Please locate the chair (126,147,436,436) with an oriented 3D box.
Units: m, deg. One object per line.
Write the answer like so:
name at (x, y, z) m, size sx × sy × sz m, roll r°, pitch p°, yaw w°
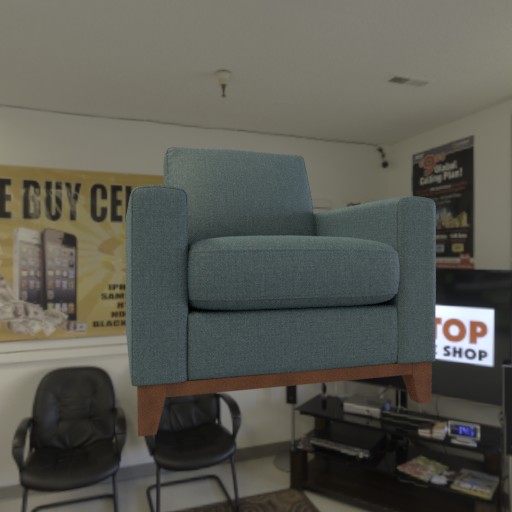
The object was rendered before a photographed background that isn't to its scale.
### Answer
chair at (0.000, 0.000, 1.836) m, size 1.024 × 1.010 × 1.038 m, roll 0°, pitch 0°, yaw -17°
